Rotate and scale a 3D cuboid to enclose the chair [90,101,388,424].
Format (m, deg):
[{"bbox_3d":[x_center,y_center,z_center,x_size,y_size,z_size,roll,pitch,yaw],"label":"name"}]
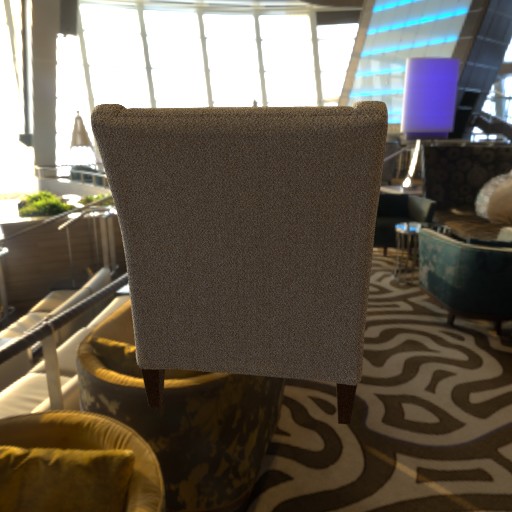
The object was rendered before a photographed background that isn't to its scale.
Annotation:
[{"bbox_3d":[0.000,0.000,1.617,0.774,1.014,0.870,2,16,8],"label":"chair"}]
